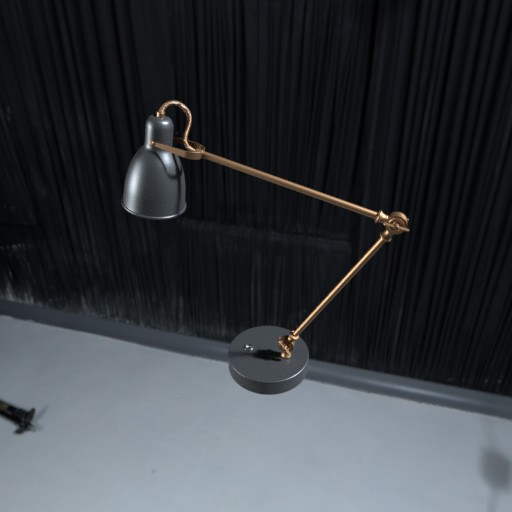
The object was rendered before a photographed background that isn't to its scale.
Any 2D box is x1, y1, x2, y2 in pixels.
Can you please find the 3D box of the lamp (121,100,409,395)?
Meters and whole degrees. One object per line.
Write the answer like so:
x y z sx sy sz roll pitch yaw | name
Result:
0.000 0.000 0.903 0.561 0.587 0.187 9 32 14 | lamp
